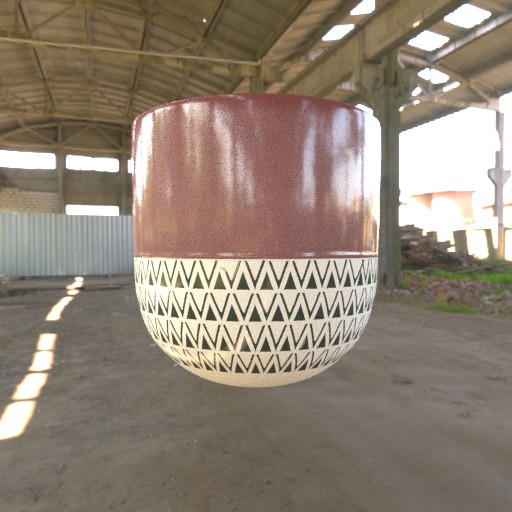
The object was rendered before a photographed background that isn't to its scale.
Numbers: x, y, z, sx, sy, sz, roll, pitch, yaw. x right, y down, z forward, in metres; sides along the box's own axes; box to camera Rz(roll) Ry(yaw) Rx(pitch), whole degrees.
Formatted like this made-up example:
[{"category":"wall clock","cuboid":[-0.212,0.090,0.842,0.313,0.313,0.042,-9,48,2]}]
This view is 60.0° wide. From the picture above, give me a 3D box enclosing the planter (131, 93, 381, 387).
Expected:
[{"category":"planter","cuboid":[0.000,0.000,0.494,0.266,0.270,0.266,0,1,0]}]
